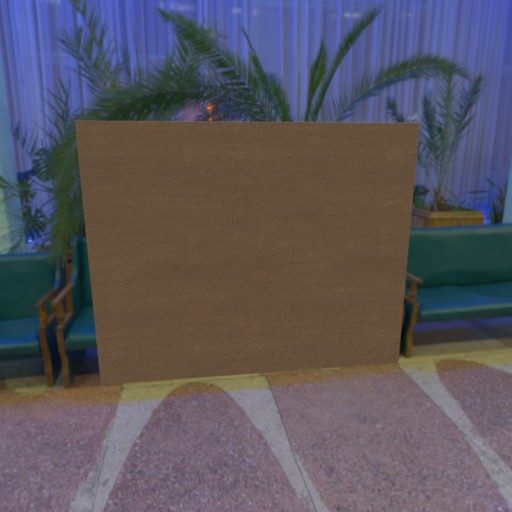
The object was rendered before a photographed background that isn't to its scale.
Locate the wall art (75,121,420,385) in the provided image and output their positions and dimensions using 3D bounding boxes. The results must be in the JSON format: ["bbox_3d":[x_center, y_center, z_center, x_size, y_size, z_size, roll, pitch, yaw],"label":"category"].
[{"bbox_3d":[0.000,0.000,0.705,0.508,0.408,0.012,-2,15,-8],"label":"wall art"}]
